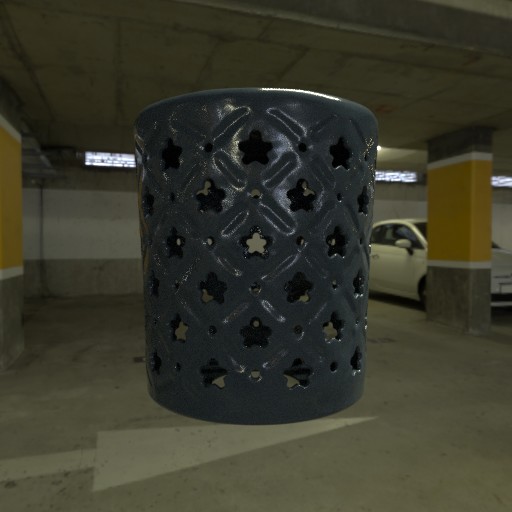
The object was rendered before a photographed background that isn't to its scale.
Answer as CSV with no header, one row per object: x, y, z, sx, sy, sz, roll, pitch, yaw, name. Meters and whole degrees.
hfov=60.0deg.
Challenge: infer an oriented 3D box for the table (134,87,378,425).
0.000,0.000,0.661,0.352,0.387,0.352,0,2,0,table
